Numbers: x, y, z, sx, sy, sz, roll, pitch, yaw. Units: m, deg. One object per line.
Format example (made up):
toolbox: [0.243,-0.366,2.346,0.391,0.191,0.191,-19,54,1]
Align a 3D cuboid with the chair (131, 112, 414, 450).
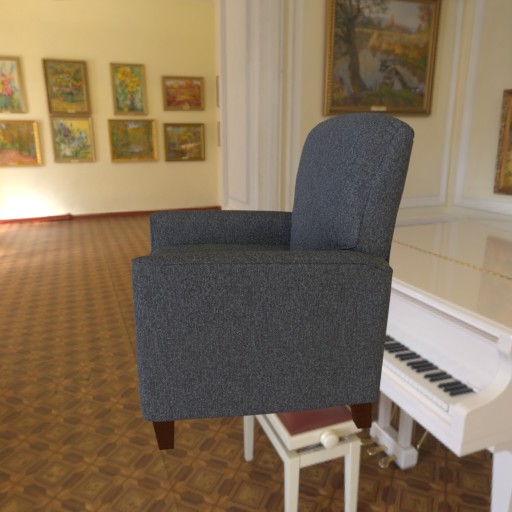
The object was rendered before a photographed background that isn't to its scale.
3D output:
chair: [0.000,0.000,1.646,0.850,1.016,0.839,-2,15,-9]
